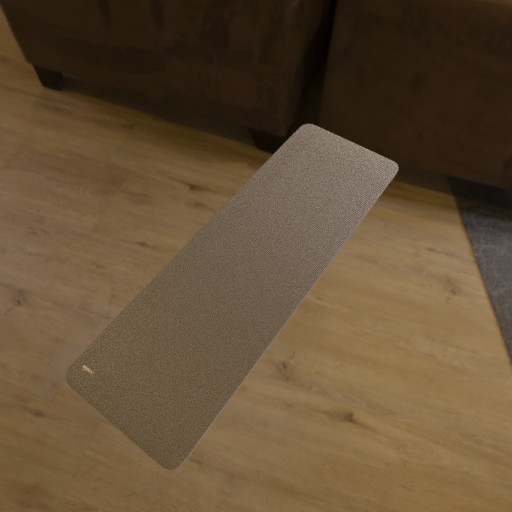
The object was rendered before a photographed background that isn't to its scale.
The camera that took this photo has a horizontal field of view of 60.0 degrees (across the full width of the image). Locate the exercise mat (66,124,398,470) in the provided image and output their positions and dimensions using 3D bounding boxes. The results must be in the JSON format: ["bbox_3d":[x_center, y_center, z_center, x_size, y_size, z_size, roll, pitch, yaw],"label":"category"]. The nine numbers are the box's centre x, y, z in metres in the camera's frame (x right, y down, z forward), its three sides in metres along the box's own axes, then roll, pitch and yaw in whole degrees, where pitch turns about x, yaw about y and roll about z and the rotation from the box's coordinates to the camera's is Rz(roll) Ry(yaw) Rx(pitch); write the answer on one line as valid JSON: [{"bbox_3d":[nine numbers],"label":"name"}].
[{"bbox_3d":[0.000,0.000,2.108,0.616,0.021,1.884,31,63,18],"label":"exercise mat"}]
